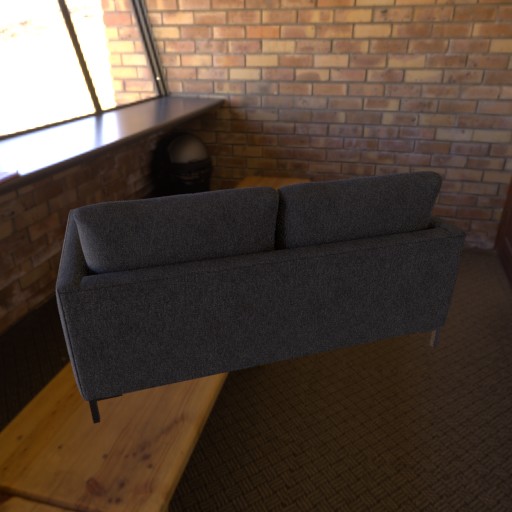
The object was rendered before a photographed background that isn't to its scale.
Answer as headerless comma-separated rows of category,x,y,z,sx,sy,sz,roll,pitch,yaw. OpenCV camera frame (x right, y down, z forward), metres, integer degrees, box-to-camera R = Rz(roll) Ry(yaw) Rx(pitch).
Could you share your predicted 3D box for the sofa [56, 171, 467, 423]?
sofa,0.000,0.000,2.165,1.716,0.862,0.866,-8,27,-16
